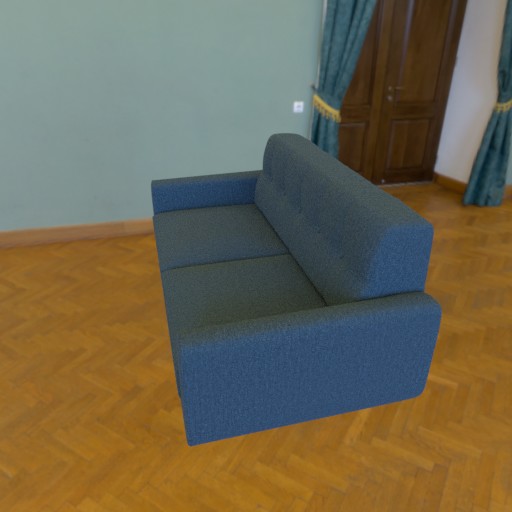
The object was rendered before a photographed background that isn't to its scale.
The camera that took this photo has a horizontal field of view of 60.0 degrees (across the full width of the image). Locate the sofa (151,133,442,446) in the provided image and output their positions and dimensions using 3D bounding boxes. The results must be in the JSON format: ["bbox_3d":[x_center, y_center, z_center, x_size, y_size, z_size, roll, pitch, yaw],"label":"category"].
[{"bbox_3d":[0.000,0.000,2.205,0.942,0.896,1.651,-7,29,-13],"label":"sofa"}]
